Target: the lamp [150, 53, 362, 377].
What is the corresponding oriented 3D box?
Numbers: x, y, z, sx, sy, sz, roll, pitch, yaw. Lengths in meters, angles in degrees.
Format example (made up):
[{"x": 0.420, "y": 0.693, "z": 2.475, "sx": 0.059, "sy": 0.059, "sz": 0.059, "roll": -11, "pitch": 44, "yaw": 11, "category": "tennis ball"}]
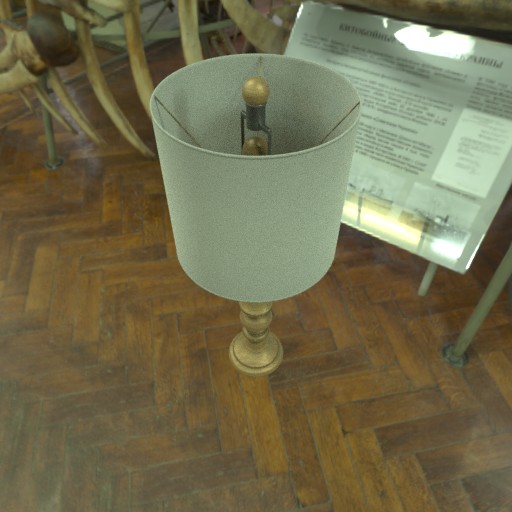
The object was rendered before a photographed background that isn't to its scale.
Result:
[{"x": 0.000, "y": 0.000, "z": 0.729, "sx": 0.250, "sy": 0.597, "sz": 0.250, "roll": 2, "pitch": 47, "yaw": 2, "category": "lamp"}]
